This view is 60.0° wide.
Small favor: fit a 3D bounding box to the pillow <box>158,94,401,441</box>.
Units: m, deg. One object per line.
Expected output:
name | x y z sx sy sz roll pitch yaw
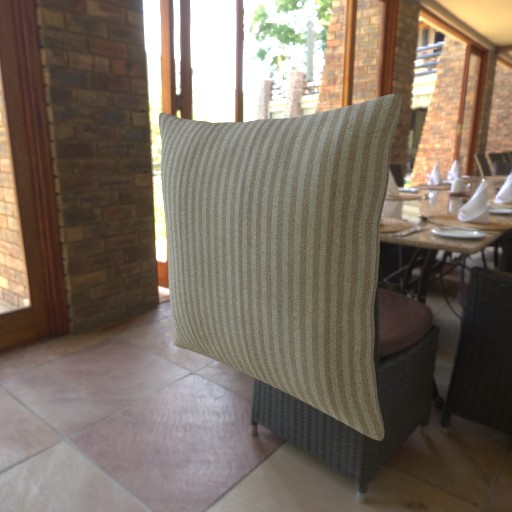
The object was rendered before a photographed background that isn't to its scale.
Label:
pillow | 0.000 0.000 0.789 0.523 0.510 0.166 13 19 41
